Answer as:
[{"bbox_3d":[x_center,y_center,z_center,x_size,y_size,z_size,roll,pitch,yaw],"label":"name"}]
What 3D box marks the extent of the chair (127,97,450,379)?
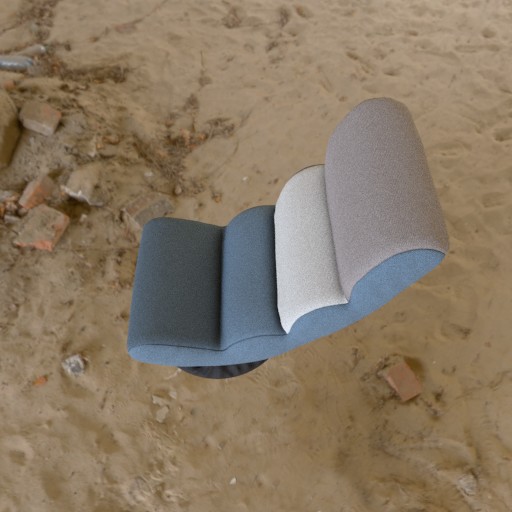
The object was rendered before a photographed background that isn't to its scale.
[{"bbox_3d":[0.000,0.000,1.081,0.661,0.641,0.420,-1,58,-1],"label":"chair"}]
